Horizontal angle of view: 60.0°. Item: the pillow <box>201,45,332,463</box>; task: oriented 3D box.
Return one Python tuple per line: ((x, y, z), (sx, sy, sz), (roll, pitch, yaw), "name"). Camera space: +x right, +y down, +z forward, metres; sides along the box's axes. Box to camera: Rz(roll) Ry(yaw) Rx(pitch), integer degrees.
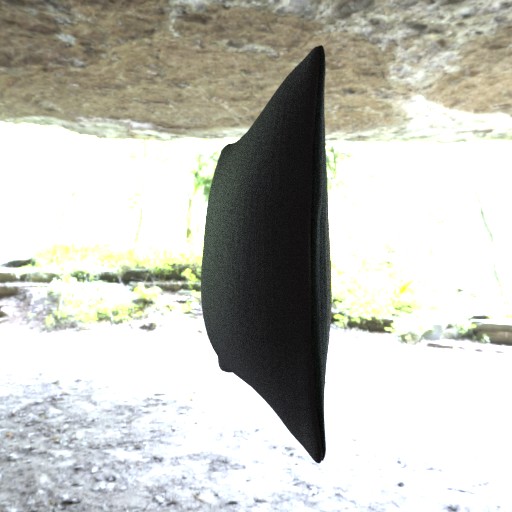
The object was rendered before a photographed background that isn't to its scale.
((0.000, 0.000, 0.640), (0.136, 0.419, 0.437), (0, -1, -17), "pillow")
